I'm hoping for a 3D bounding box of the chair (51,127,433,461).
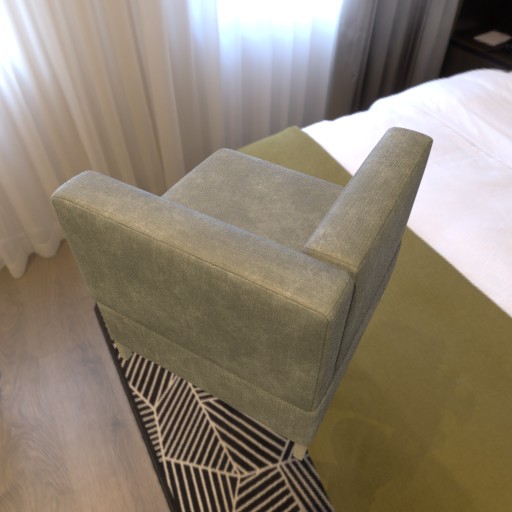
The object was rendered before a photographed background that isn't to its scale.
[{"bbox_3d":[0.000,0.000,1.240,0.680,0.660,0.680,23,50,20],"label":"chair"}]
